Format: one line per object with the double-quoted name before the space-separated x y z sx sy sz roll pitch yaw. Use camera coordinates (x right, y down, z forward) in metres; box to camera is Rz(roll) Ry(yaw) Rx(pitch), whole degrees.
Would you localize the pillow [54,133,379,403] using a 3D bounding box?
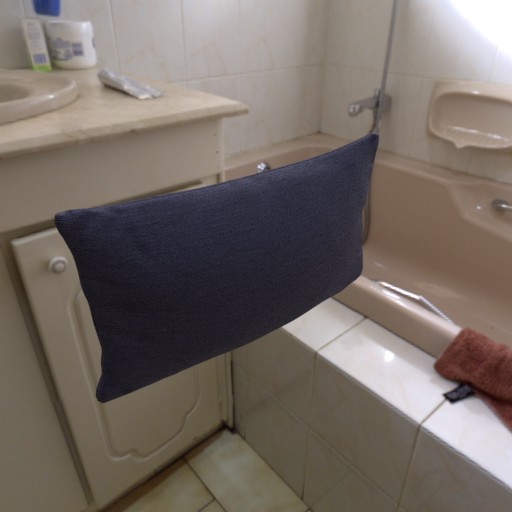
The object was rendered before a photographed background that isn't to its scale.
"pillow" 0.000 0.000 0.795 0.633 0.338 0.210 -21 36 -32
